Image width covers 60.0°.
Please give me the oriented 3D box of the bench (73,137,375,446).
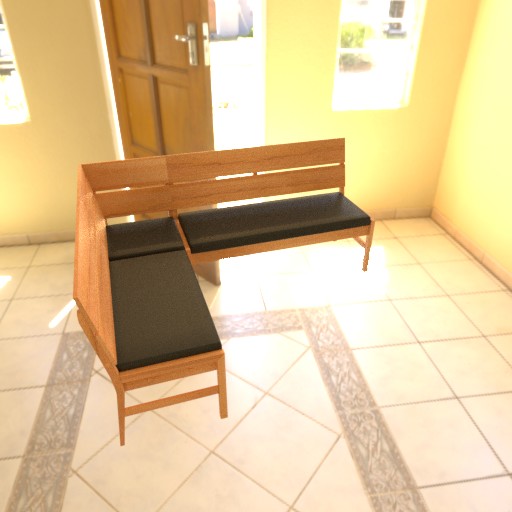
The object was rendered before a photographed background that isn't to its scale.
[{"bbox_3d":[0.000,0.000,2.768,1.948,0.890,1.548,-10,33,-15],"label":"bench"}]
